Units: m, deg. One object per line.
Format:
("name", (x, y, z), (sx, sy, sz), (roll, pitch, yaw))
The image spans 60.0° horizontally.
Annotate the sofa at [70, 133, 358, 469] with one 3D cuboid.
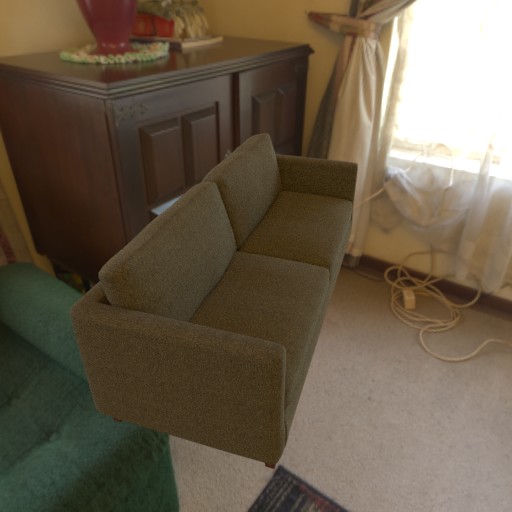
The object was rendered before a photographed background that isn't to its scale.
("sofa", (0.000, 0.000, 2.728), (0.948, 0.965, 2.208), (10, 33, 16))
